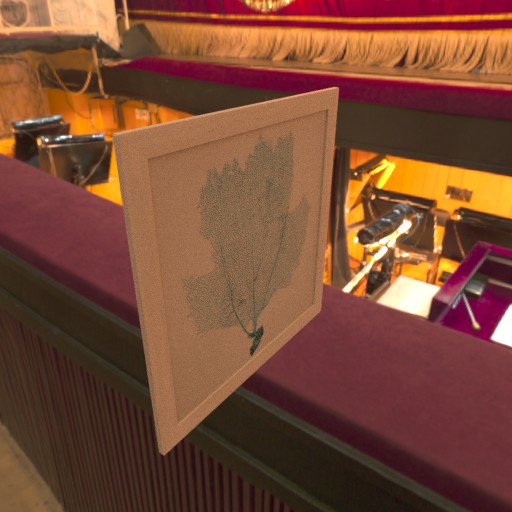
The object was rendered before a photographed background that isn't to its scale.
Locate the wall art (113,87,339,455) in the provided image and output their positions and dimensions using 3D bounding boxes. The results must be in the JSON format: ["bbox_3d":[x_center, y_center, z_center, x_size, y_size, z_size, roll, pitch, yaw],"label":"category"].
[{"bbox_3d":[0.000,0.000,0.892,0.013,0.584,0.584,19,33,32],"label":"wall art"}]
